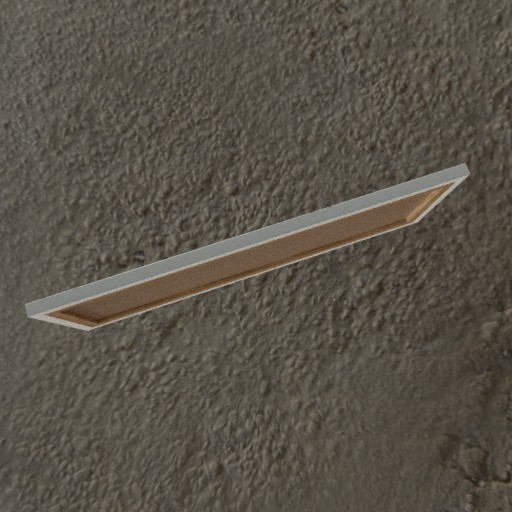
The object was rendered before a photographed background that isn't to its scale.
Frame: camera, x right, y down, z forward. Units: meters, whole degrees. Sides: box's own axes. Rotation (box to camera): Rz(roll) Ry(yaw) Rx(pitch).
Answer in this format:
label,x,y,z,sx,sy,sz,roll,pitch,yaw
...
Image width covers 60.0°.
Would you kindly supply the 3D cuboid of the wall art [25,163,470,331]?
label,x,y,z,sx,sy,sz,roll,pitch,yaw
wall art,0.000,0.000,1.694,1.520,0.507,0.044,-18,76,-5
